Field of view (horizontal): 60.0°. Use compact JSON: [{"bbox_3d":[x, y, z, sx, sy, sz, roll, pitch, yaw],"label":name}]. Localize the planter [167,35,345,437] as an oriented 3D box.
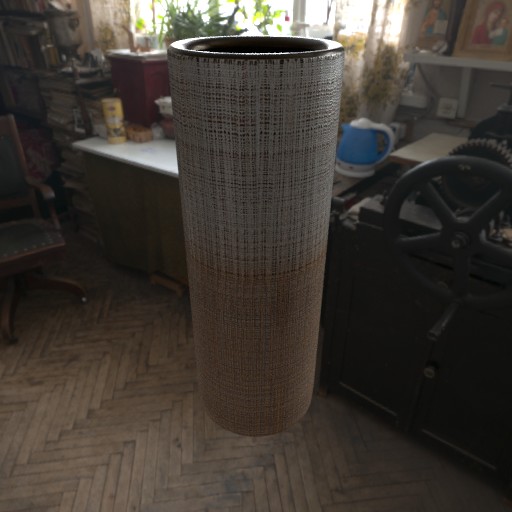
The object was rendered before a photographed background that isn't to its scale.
[{"bbox_3d":[0.000,0.000,0.320,0.099,0.278,0.099,-1,31,-1],"label":"planter"}]
